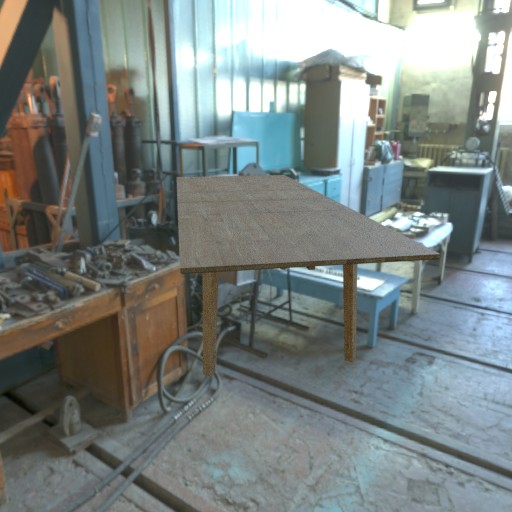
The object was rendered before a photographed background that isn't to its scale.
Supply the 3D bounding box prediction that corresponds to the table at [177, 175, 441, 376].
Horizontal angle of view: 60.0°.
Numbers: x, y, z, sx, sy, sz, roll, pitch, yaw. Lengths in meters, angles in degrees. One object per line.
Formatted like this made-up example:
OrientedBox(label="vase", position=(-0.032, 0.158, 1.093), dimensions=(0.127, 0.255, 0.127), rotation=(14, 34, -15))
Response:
OrientedBox(label="table", position=(0.000, 0.000, 2.974), dimensions=(1.000, 0.752, 2.603), rotation=(-3, 17, -10))
